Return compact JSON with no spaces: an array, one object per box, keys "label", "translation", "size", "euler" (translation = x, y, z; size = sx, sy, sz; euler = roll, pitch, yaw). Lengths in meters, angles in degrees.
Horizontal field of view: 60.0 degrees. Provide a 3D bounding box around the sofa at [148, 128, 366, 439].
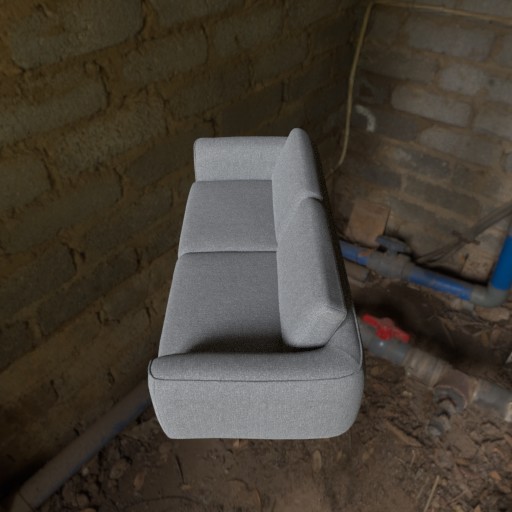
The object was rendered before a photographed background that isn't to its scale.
[{"label":"sofa","translation":[0.000,0.000,2.519],"size":[0.920,0.870,2.000],"euler":[0,42,0]}]
